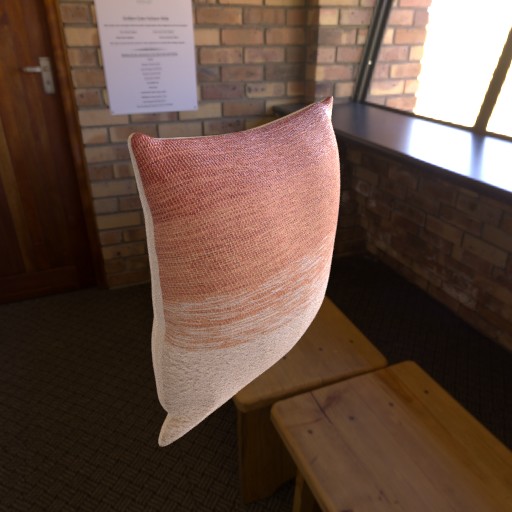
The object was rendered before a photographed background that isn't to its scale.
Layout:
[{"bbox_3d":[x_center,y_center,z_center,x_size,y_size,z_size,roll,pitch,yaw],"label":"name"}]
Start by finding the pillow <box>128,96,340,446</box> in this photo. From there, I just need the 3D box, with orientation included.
[{"bbox_3d":[0.000,0.000,0.686,0.182,0.441,0.440,18,32,32],"label":"pillow"}]
